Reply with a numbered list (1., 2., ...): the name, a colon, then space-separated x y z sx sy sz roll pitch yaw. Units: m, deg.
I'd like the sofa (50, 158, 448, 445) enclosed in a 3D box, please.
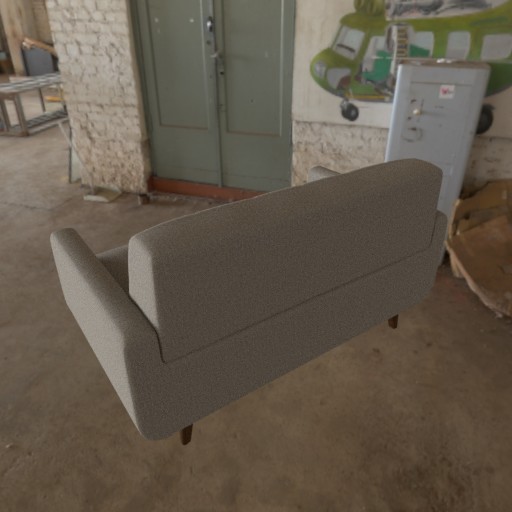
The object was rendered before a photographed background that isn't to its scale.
1. sofa: 0.000 0.000 2.163 1.651 0.925 0.952 -19 35 -30
